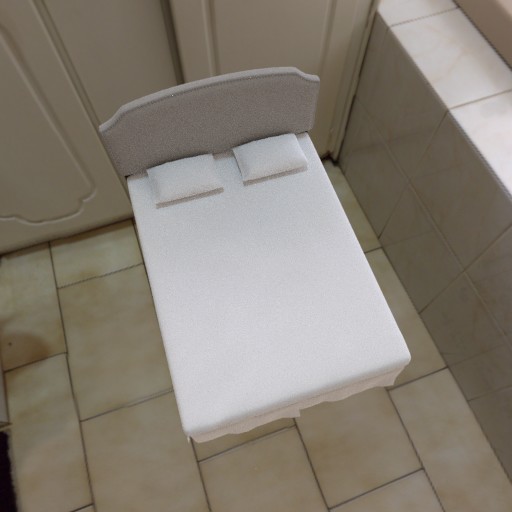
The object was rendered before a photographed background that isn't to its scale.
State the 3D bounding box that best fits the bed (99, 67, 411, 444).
[{"bbox_3d":[0.000,0.000,2.961,1.558,1.270,1.999,-16,65,-7],"label":"bed"}]
